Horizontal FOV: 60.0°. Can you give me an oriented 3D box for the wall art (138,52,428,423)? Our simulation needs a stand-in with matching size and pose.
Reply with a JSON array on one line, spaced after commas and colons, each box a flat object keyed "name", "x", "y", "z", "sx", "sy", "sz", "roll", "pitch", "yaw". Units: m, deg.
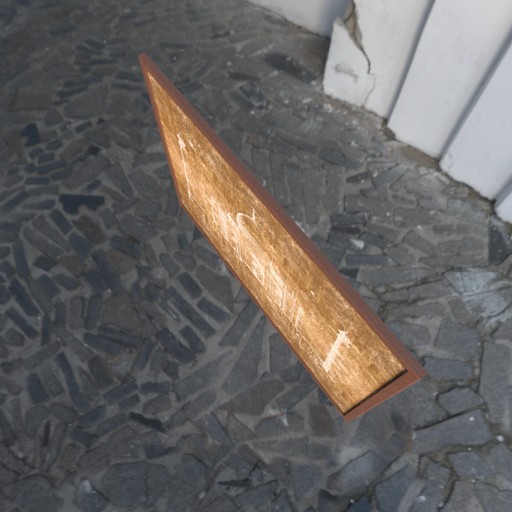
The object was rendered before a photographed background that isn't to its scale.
[{"name": "wall art", "x": 0.000, "y": 0.000, "z": 0.831, "sx": 0.014, "sy": 0.455, "sz": 0.660, "roll": -33, "pitch": 68, "yaw": -15}]
